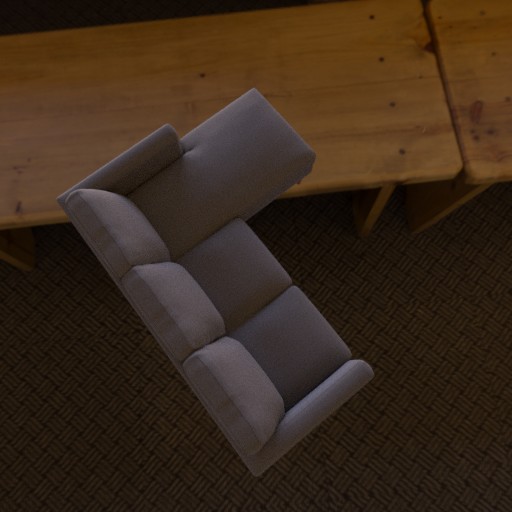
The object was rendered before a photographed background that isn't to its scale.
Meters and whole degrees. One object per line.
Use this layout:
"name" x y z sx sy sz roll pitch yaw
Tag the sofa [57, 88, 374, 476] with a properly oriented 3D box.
"sofa" 0.000 0.000 2.913 1.591 0.897 2.031 -37 79 -9
